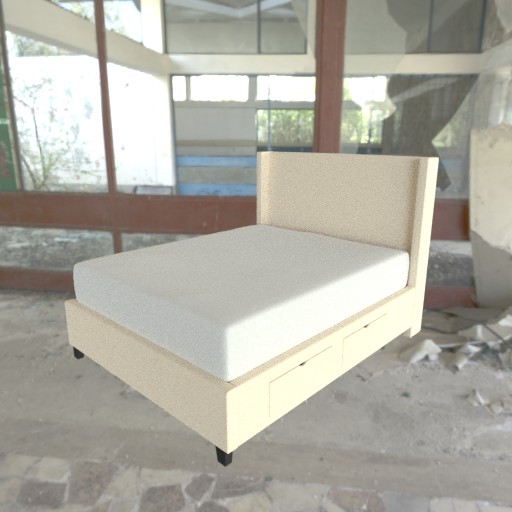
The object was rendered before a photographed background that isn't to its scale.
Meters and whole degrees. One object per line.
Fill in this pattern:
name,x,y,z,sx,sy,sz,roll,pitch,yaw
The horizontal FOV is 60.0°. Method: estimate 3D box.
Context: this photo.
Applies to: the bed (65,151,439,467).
bed,0.000,0.000,3.415,1.765,1.471,2.280,14,21,41
